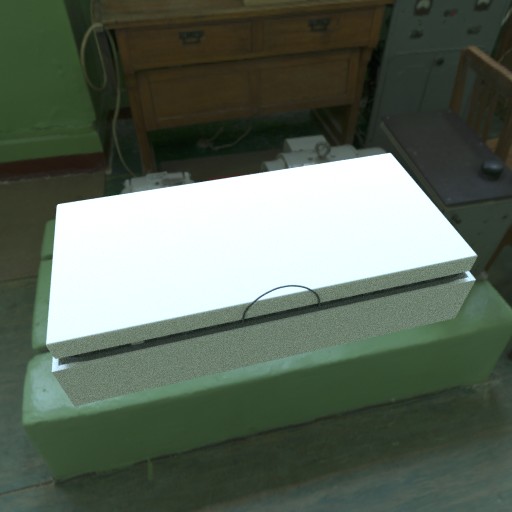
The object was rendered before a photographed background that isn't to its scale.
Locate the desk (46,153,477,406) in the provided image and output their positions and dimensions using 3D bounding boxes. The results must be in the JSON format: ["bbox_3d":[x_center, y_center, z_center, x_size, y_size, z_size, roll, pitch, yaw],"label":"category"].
[{"bbox_3d":[0.000,0.000,2.244,1.900,0.526,0.900,-11,47,-10],"label":"desk"}]
